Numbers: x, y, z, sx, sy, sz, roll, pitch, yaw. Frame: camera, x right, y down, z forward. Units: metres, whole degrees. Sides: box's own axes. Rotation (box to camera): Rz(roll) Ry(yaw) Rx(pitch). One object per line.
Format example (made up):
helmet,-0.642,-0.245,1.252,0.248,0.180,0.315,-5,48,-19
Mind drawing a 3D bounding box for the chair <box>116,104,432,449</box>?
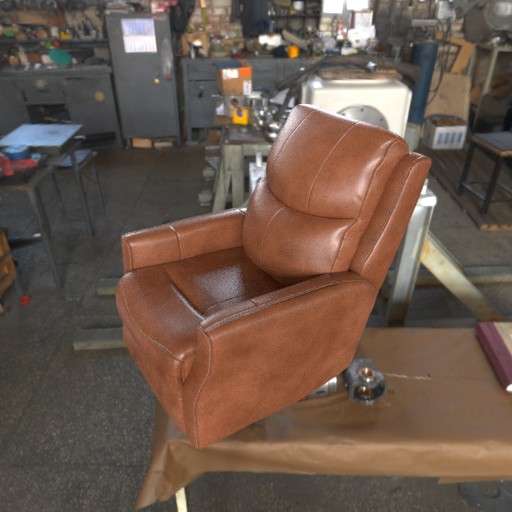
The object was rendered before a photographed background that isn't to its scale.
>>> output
chair,0.000,0.000,1.792,1.072,1.016,0.821,-20,37,-28
